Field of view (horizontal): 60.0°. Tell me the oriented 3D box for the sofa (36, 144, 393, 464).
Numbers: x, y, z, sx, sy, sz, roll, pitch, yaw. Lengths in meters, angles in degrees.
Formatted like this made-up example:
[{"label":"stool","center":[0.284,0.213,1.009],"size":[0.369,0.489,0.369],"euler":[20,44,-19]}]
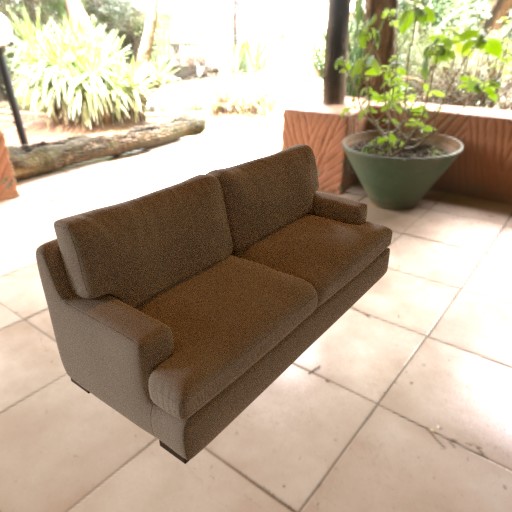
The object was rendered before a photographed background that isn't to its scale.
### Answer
[{"label":"sofa","center":[0.000,0.000,2.638],"size":[0.929,0.925,2.147],"euler":[18,31,33]}]
